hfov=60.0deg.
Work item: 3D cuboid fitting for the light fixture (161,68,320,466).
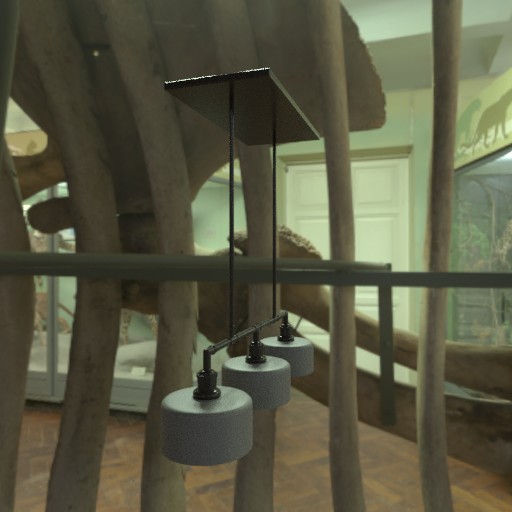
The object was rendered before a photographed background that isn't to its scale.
[{"bbox_3d":[0.000,0.000,0.868,0.177,0.557,0.582,0,0,19],"label":"light fixture"}]
